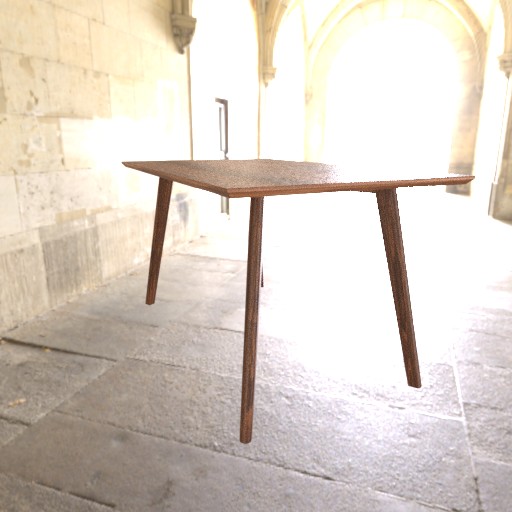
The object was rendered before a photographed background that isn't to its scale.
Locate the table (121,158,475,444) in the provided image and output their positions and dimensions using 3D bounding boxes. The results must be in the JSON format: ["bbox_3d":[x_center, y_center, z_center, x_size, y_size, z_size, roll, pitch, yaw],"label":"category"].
[{"bbox_3d":[0.000,0.000,1.833,0.801,0.724,1.349,-7,16,-25],"label":"table"}]
